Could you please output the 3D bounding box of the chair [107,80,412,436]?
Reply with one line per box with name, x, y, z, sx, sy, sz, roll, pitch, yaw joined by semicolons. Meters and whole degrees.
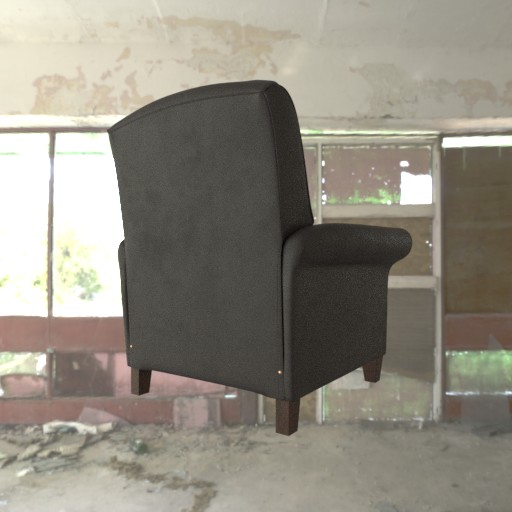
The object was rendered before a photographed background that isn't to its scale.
chair;0.000;0.000;1.773;0.978;1.061;0.902;0;-1;36
